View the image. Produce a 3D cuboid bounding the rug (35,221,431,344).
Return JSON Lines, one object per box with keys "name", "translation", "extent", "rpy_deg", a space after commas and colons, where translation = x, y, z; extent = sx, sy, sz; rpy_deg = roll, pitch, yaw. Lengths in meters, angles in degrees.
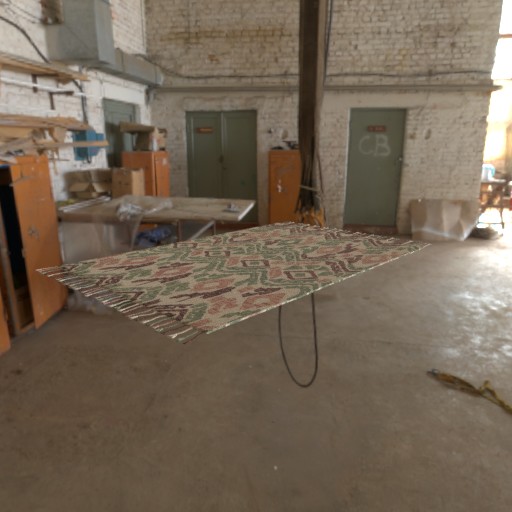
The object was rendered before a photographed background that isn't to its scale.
{"name": "rug", "translation": [0.000, 0.000, 3.110], "extent": [1.524, 0.011, 2.438], "rpy_deg": [14, 20, 42]}
